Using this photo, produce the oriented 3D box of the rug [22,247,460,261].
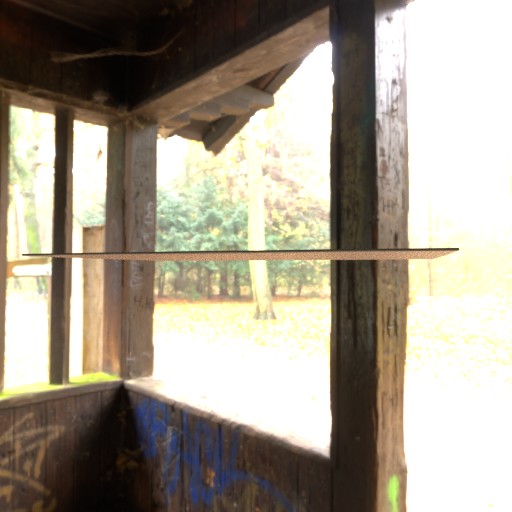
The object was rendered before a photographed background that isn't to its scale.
[{"bbox_3d":[0.000,0.000,3.103,2.438,0.026,1.706,-1,-2,18],"label":"rug"}]
